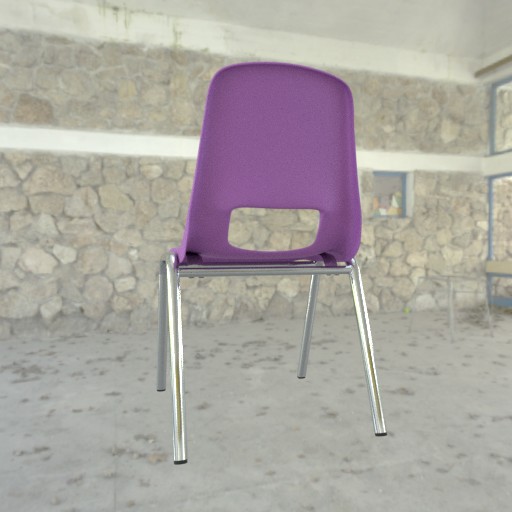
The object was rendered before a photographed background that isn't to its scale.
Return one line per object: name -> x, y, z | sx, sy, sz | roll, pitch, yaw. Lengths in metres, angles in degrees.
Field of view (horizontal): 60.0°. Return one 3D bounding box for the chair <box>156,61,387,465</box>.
chair -> 0.000, 0.000, 0.702 | 0.291, 0.493, 0.301 | 0, 1, -17
